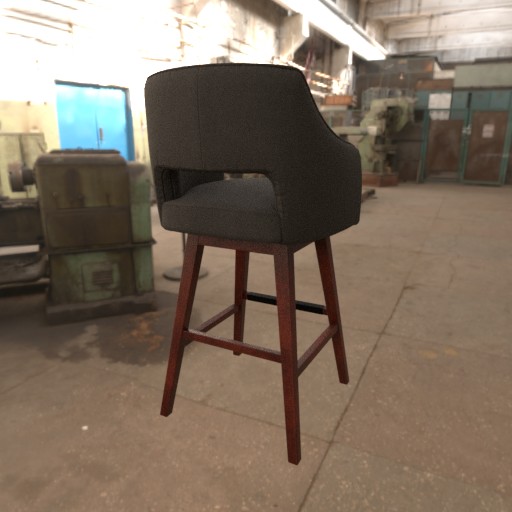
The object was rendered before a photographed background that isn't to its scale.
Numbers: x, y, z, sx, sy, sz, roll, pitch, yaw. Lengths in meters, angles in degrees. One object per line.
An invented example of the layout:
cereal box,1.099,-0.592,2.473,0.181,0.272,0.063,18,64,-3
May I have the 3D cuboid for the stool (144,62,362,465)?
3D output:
stool,0.000,0.000,1.342,0.548,1.012,0.558,8,18,27
